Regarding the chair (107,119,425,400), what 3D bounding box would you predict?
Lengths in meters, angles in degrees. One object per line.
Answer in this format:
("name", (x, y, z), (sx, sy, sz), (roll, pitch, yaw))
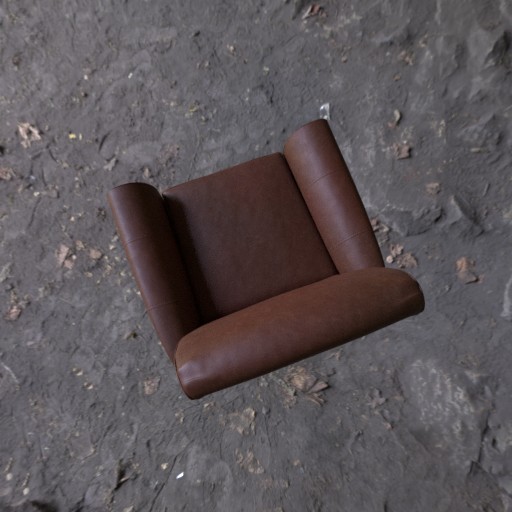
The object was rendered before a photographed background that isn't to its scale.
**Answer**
("chair", (0.000, 0.000, 1.806), (0.978, 1.061, 0.902), (-20, 75, -5))
